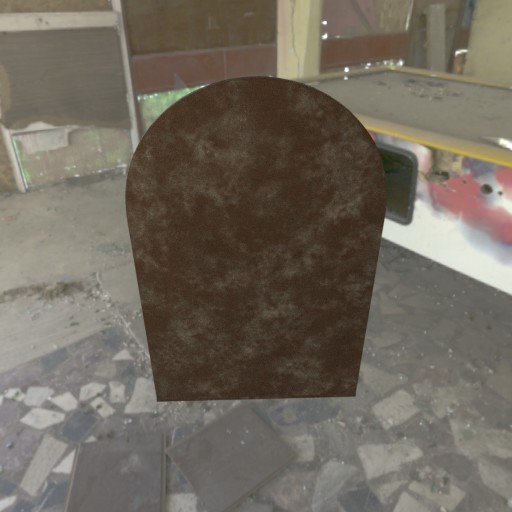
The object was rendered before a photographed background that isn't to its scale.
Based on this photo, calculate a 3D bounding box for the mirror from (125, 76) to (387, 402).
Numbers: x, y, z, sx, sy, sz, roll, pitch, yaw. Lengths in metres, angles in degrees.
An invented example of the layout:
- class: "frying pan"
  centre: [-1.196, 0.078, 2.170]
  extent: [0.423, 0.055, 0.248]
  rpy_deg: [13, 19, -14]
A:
- class: "mirror"
  centre: [0.000, 0.000, 0.993]
  extent: [0.510, 0.770, 0.137]
  rpy_deg: [-1, 31, -2]
